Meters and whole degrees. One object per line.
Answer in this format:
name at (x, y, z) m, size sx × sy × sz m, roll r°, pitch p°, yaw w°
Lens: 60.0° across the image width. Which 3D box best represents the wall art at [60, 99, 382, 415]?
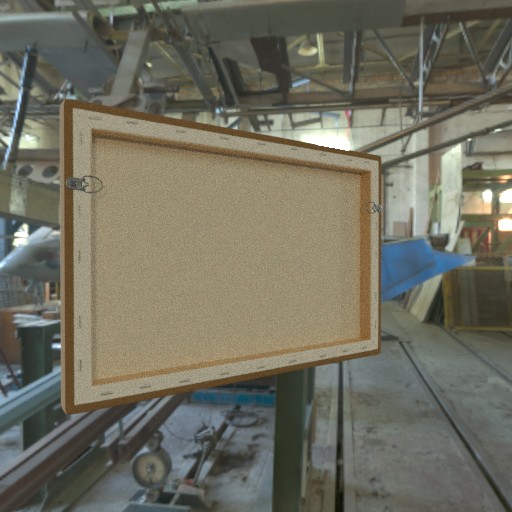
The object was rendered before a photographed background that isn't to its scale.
wall art at (0.000, 0.000, 0.467) m, size 0.380 × 0.254 × 0.019 m, roll 0°, pitch 1°, yaw -35°
